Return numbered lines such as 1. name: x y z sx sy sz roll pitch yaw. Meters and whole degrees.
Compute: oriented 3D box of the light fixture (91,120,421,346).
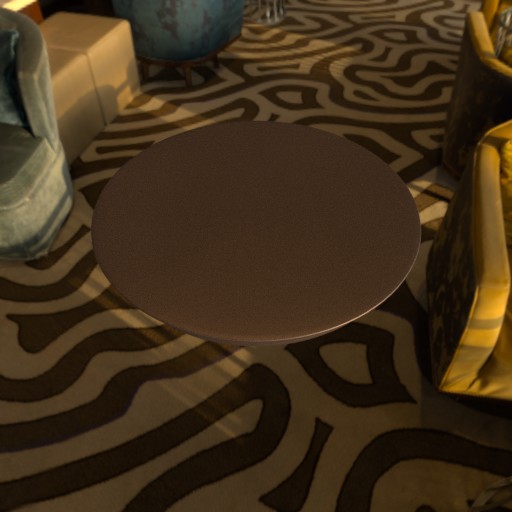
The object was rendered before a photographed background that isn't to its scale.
1. light fixture: 0.000 0.000 0.435 0.280 0.135 0.280 0 47 0
